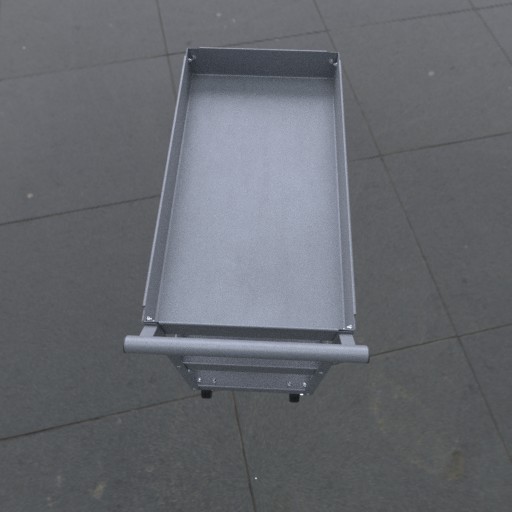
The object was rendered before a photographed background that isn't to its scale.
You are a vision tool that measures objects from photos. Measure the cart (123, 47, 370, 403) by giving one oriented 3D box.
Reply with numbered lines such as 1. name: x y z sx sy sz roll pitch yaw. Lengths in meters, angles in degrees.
1. cart: 0.000 0.000 1.158 0.366 0.780 0.719 2 63 1
